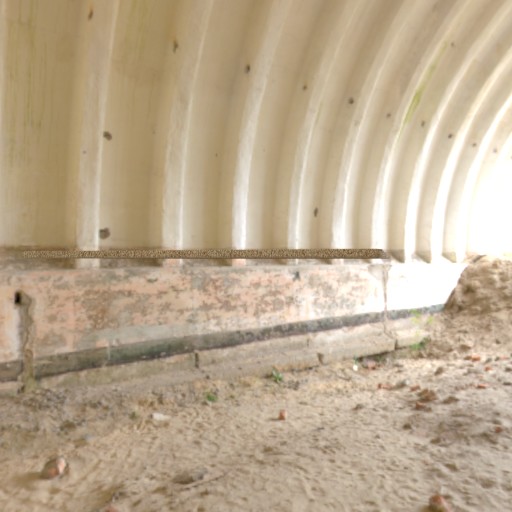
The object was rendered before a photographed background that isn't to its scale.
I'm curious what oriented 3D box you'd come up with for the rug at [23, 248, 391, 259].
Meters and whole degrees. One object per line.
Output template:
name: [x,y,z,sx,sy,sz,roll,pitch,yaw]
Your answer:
rug: [0.000,0.000,2.100,1.199,0.025,1.600,0,0,18]
